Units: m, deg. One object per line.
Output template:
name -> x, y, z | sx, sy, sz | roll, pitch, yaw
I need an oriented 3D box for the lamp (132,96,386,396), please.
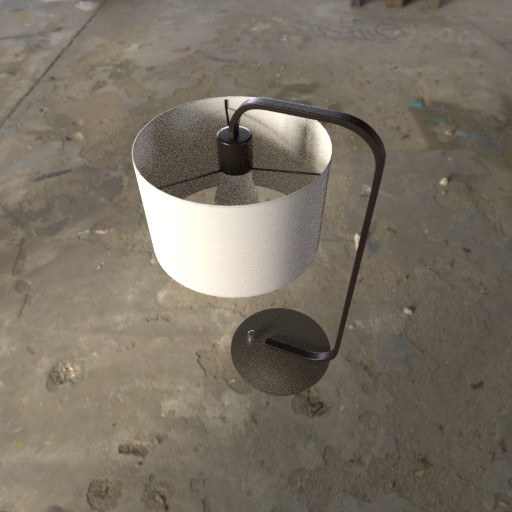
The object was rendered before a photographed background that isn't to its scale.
lamp -> 0.000, 0.000, 0.634 | 0.288, 0.473, 0.230 | 16, 48, 15
